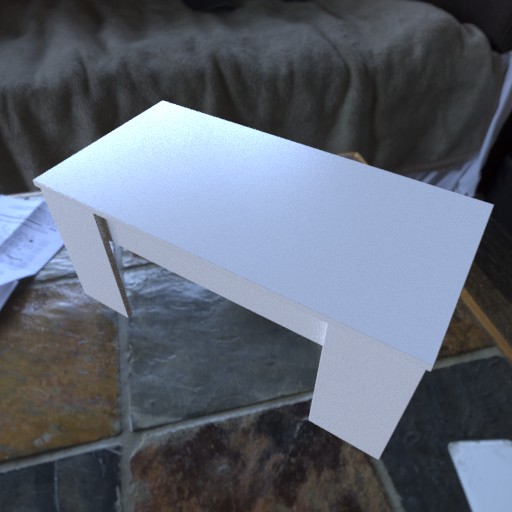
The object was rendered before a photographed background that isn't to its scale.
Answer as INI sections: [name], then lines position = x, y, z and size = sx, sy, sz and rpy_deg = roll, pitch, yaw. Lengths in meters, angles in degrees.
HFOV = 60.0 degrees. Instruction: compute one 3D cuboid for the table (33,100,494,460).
[table]
position = 0.000, 0.000, 1.225
size = 1.000, 0.440, 0.500
rpy_deg = 24, 50, 22
